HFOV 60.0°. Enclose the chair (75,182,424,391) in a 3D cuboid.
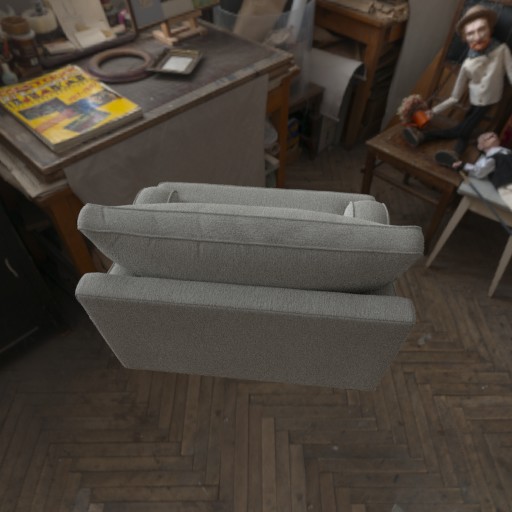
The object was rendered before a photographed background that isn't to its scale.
[{"bbox_3d":[0.000,0.000,2.075,1.220,1.016,1.041,4,48,4],"label":"chair"}]
